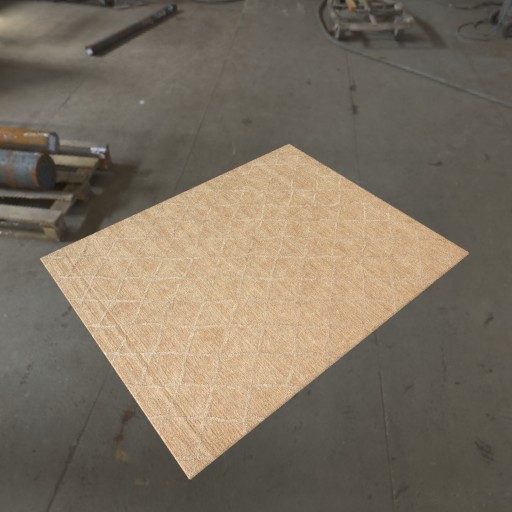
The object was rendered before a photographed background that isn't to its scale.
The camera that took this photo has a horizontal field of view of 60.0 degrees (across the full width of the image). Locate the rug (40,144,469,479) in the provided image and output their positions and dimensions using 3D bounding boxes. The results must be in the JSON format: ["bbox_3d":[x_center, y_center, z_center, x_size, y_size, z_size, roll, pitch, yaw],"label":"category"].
[{"bbox_3d":[0.000,0.000,4.012,3.039,0.019,2.420,-30,53,-27],"label":"rug"}]
